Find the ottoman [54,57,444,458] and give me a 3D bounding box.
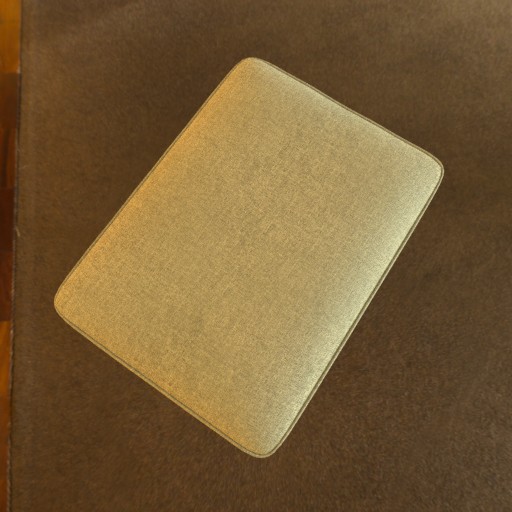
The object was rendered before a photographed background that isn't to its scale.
[{"bbox_3d":[0.000,0.000,1.324,0.661,0.561,0.889,33,78,8],"label":"ottoman"}]
